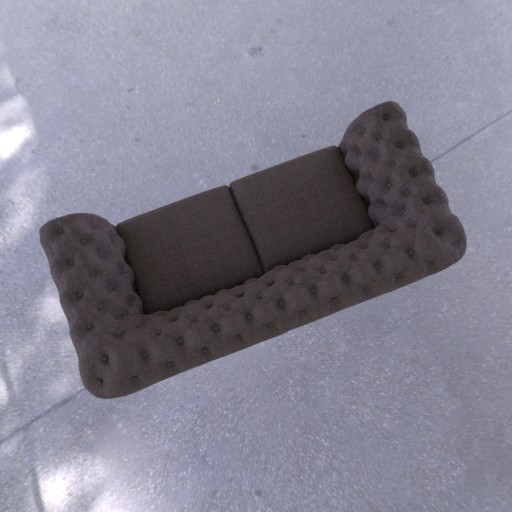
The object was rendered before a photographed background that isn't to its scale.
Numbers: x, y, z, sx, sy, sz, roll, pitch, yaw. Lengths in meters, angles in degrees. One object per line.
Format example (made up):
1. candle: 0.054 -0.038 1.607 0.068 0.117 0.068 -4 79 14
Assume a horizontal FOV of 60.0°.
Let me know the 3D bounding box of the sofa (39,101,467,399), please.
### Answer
1. sofa: 0.000 0.000 2.524 2.048 0.780 0.944 -21 78 -5
